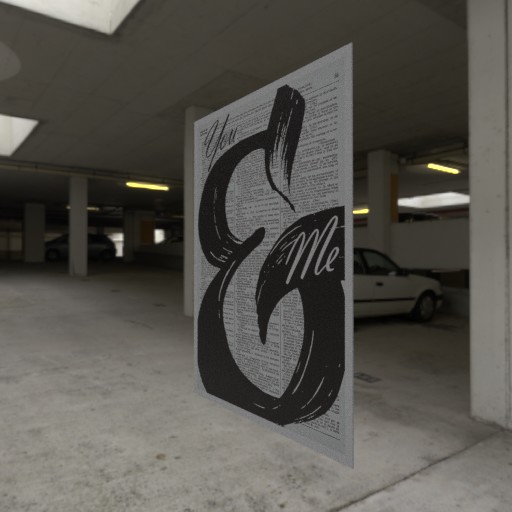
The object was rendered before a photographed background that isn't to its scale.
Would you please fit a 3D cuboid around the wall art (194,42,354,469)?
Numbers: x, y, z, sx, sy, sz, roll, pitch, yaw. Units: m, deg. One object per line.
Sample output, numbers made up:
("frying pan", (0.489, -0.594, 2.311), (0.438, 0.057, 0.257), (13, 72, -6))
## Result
("wall art", (0.000, 0.000, 0.816), (0.003, 0.609, 0.457), (1, -1, -37))
